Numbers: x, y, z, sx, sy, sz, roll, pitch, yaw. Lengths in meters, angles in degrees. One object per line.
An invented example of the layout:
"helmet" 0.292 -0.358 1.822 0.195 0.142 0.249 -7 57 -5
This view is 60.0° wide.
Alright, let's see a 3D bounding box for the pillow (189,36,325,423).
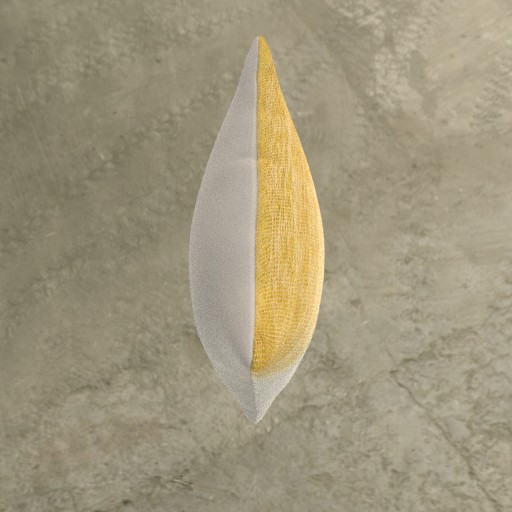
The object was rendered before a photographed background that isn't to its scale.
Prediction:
"pillow" 0.000 0.000 0.694 0.211 0.450 0.450 1 63 0
